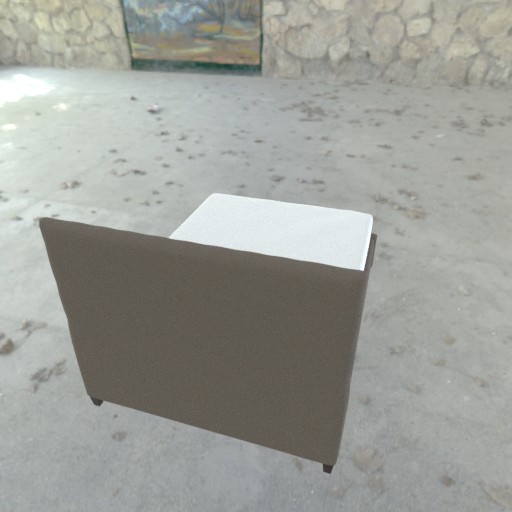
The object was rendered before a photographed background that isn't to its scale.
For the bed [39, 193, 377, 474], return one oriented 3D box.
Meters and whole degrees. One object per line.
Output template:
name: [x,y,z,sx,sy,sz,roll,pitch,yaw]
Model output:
bed: [0.000,0.000,3.329,1.696,1.426,2.233,10,33,15]
